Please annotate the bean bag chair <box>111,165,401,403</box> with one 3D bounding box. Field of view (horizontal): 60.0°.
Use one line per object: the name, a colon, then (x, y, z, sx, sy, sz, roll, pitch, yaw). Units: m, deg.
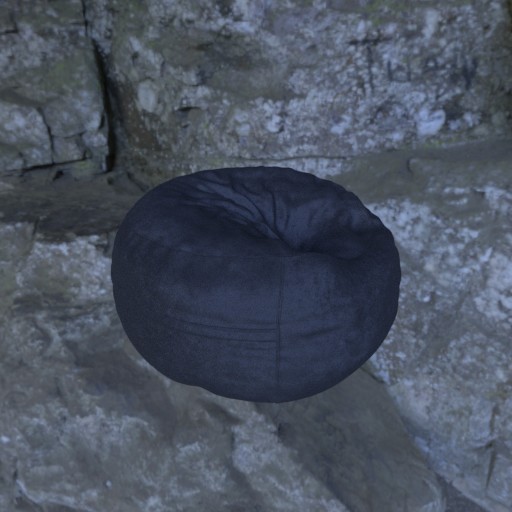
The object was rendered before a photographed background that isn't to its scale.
bean bag chair: (0.000, 0.000, 2.409, 1.525, 0.751, 1.525, 0, 26, 0)
